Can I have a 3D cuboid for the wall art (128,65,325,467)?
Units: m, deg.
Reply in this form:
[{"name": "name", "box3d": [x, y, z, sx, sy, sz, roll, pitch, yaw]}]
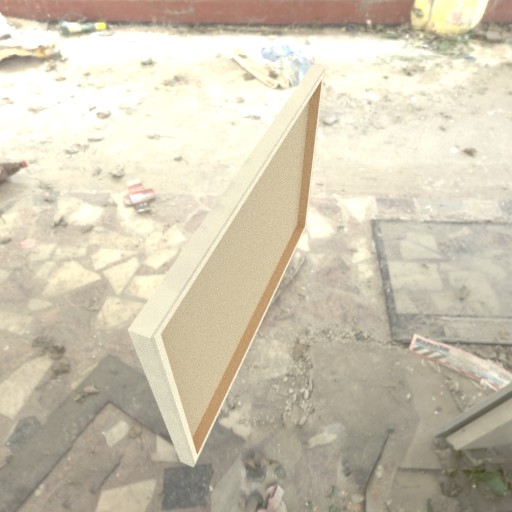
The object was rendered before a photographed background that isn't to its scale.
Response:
[{"name": "wall art", "box3d": [0.000, 0.000, 1.158, 0.038, 0.610, 0.915, 17, 51, 14]}]
